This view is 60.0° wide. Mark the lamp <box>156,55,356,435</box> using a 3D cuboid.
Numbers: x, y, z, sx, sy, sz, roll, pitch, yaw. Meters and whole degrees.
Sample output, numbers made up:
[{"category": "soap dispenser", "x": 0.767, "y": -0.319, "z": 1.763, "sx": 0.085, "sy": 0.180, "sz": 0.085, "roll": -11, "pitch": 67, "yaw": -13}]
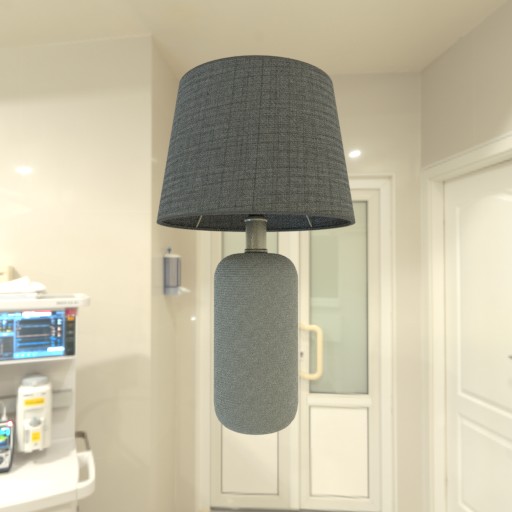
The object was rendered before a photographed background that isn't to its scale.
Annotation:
[{"category": "lamp", "x": 0.000, "y": 0.000, "z": 0.572, "sx": 0.251, "sy": 0.429, "sz": 0.251, "roll": 0, "pitch": -1, "yaw": 0}]
